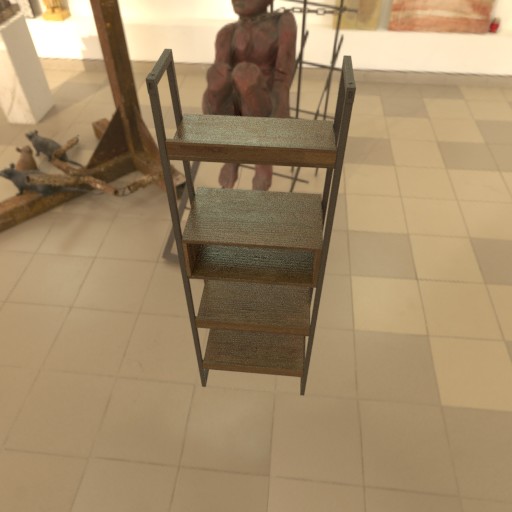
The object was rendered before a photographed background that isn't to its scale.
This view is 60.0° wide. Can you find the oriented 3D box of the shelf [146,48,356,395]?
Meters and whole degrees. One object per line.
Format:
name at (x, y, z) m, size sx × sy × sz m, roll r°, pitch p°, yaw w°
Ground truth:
shelf at (0.000, 0.000, 2.240) m, size 0.652 × 2.005 × 0.454 m, roll 4°, pitch 46°, yaw 4°
